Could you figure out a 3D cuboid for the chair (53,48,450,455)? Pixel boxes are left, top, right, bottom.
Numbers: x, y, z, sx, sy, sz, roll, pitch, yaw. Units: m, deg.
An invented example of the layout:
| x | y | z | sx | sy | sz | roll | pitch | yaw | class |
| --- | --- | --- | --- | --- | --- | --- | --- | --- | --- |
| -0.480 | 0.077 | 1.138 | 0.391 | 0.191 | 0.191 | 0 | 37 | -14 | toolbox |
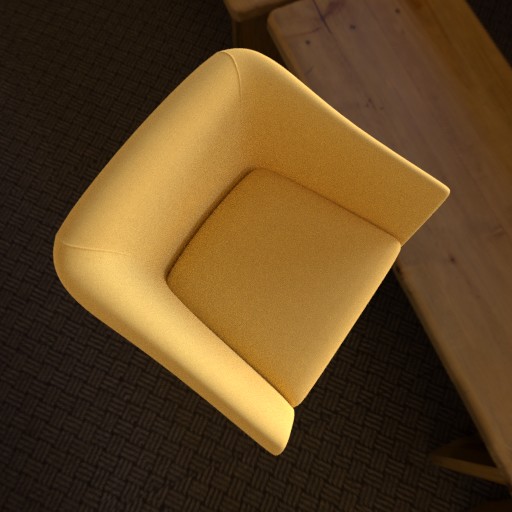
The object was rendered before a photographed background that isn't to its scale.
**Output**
| x | y | z | sx | sy | sz | roll | pitch | yaw | class |
| --- | --- | --- | --- | --- | --- | --- | --- | --- | --- |
| 0.000 | 0.000 | 1.313 | 0.700 | 0.720 | 0.790 | 35 | 77 | 9 | chair |
